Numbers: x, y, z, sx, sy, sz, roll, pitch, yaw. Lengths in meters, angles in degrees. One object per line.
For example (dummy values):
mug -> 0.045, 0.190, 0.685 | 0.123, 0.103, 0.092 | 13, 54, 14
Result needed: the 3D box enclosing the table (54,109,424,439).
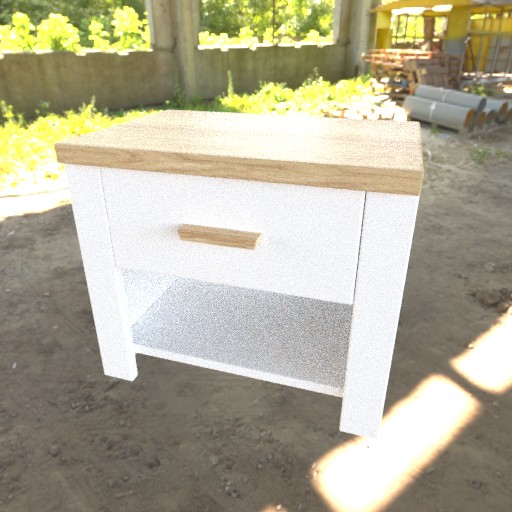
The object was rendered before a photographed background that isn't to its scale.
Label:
table -> 0.000, 0.000, 0.802 | 0.500, 0.440, 0.360 | 8, 27, 16
